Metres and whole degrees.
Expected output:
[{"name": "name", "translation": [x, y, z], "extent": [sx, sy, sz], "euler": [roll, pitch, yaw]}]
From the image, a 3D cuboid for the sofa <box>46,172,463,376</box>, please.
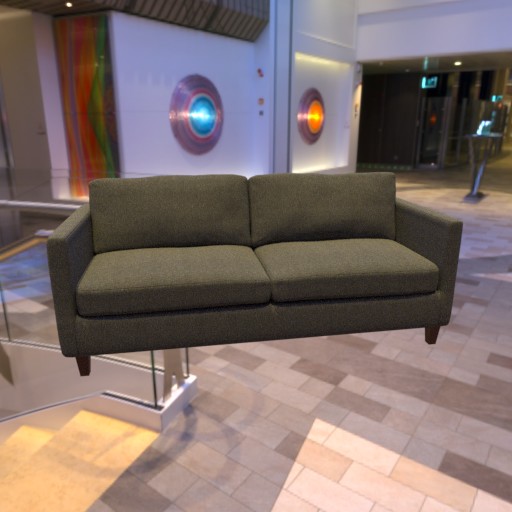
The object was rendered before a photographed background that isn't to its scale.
[{"name": "sofa", "translation": [0.000, 0.000, 2.767], "extent": [2.208, 0.965, 0.948], "euler": [-3, 17, -10]}]
